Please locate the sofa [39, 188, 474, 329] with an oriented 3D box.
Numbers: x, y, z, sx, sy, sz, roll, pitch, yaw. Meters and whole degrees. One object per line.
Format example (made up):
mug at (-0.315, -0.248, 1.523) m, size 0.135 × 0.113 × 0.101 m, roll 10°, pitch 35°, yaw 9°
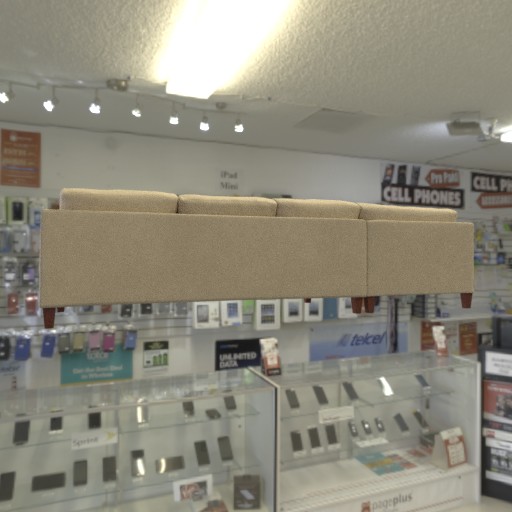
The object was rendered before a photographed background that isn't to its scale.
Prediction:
sofa at (0.000, 0.000, 3.798) m, size 3.186 × 0.846 × 1.625 m, roll 0°, pitch 0°, yaw -19°
